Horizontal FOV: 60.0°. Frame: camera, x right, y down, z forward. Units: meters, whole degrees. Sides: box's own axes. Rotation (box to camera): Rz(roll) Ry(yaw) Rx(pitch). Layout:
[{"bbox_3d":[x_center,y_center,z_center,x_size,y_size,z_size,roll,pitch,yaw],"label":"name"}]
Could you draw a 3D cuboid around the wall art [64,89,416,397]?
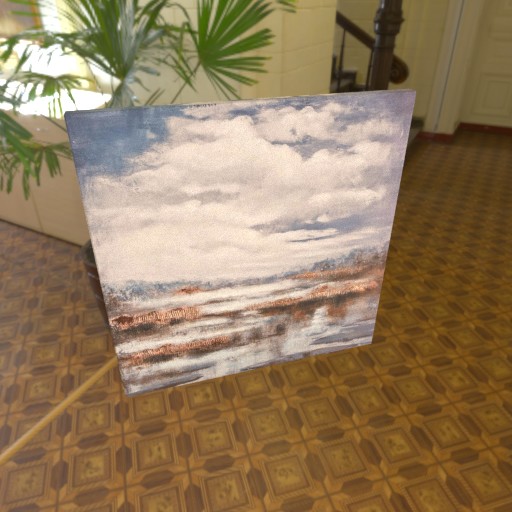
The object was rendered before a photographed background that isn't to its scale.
[{"bbox_3d":[0.000,0.000,1.503,1.010,1.020,0.040,-9,32,-14],"label":"wall art"}]
